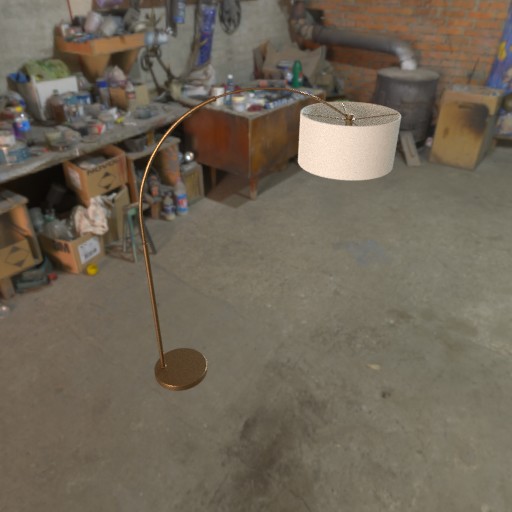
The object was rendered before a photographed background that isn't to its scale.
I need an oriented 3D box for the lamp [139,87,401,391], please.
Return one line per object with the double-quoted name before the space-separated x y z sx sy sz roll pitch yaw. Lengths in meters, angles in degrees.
"lamp" 0.000 0.000 2.658 1.434 1.927 0.493 0 32 0
